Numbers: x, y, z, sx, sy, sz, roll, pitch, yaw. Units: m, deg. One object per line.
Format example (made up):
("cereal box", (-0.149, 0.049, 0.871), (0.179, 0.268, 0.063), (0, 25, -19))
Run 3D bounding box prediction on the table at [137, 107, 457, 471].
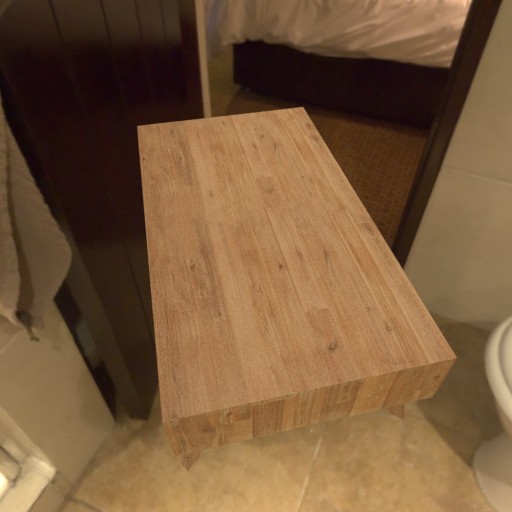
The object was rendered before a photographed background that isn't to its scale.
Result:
("table", (0.000, 0.000, 2.037), (0.918, 0.531, 1.619), (-9, 47, -9))
